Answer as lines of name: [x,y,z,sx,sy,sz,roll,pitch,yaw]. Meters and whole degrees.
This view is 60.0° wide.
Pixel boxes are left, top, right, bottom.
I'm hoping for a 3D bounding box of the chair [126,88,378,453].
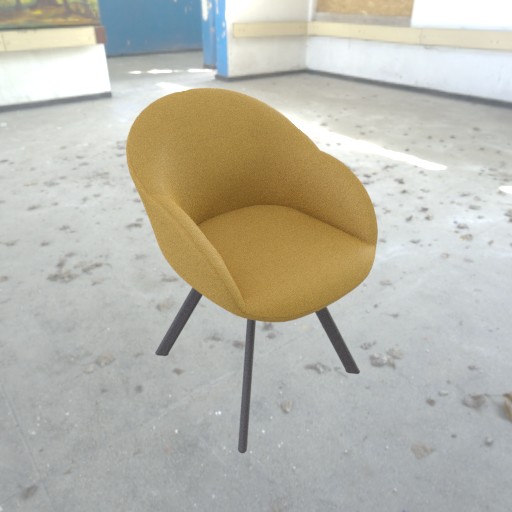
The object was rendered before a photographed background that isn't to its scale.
chair: [0.000,0.000,1.216,0.551,0.793,0.583,-22,37,-32]
